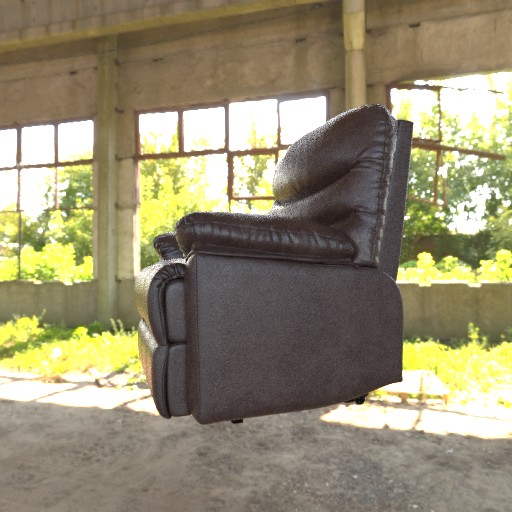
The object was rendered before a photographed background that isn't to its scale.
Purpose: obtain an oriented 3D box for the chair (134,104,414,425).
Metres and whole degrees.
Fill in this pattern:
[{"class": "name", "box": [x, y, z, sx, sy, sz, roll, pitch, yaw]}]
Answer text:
[{"class": "chair", "box": [0.000, 0.000, 1.720, 0.879, 1.041, 0.940, 1, -2, -18]}]
